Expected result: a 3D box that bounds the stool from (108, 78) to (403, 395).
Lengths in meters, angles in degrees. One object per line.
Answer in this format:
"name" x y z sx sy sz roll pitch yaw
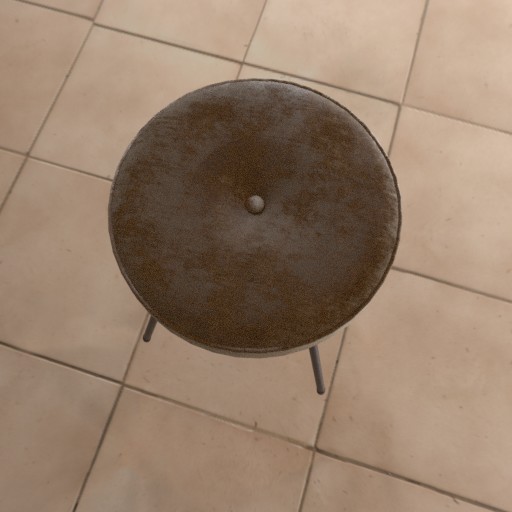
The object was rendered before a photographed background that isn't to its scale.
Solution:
"stool" 0.000 0.000 0.855 0.457 0.538 0.423 16 75 4
